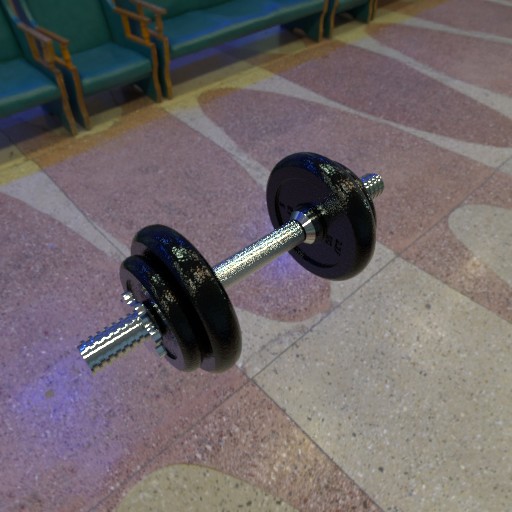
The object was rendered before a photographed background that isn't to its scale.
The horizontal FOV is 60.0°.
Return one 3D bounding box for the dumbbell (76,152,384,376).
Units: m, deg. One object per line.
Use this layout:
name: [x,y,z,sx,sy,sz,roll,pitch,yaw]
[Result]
dumbbell: [0.000,0.000,0.600,0.497,0.202,0.202,-31,54,-27]
